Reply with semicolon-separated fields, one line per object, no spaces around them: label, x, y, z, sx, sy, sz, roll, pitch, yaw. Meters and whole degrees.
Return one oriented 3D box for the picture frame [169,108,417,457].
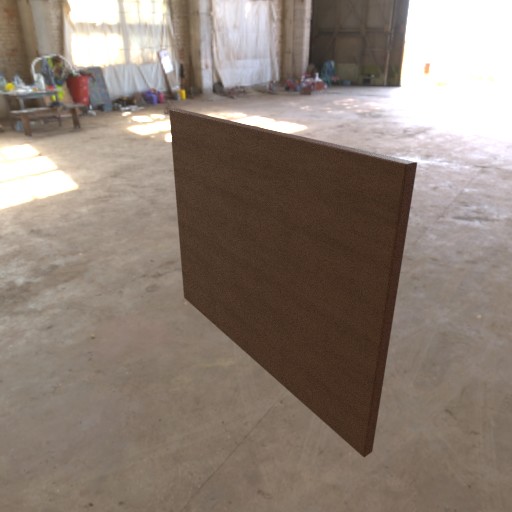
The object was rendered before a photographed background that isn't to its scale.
picture frame;0.000;0.000;1.808;0.045;1.018;1.329;-17;30;-32
